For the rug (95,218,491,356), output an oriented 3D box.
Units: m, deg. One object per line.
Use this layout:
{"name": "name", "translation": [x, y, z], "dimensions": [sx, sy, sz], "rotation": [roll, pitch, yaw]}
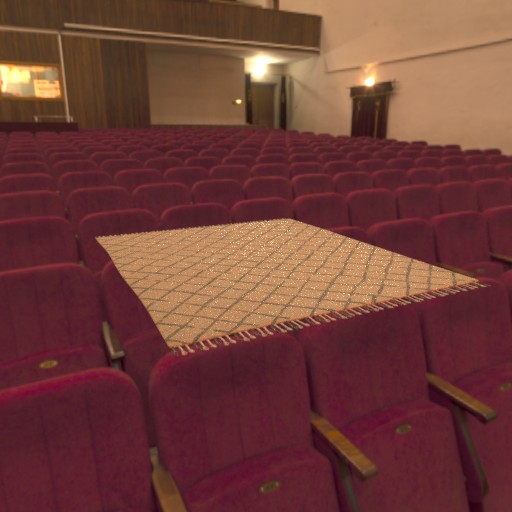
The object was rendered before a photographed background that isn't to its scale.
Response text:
{"name": "rug", "translation": [0.000, 0.000, 4.833], "dimensions": [2.892, 0.036, 3.585], "rotation": [-8, 17, -26]}
